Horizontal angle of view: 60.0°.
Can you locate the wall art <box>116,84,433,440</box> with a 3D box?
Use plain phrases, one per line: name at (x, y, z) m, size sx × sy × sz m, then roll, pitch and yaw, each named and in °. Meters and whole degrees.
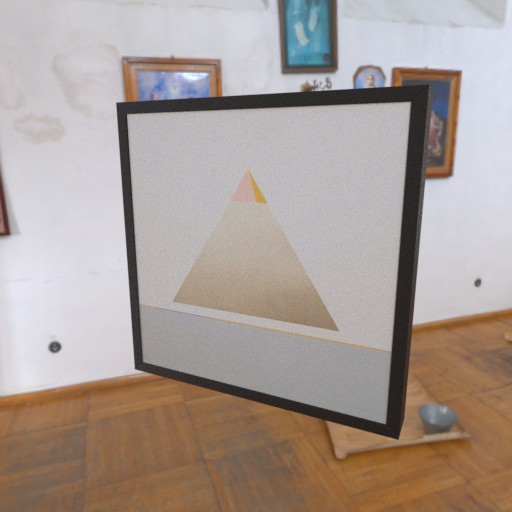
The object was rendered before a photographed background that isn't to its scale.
wall art at (0.000, 0.000, 0.446) m, size 0.304 × 0.303 × 0.037 m, roll 6°, pitch 15°, yaw 25°
